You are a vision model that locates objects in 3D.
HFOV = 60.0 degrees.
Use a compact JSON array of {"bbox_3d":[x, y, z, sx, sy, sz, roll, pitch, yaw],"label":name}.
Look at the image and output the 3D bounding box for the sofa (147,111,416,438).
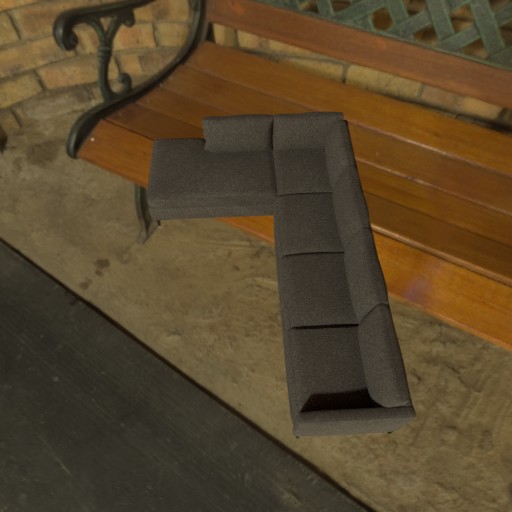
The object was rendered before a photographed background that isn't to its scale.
[{"bbox_3d":[0.000,0.000,3.854,2.007,0.815,2.949,-3,58,-2],"label":"sofa"}]
